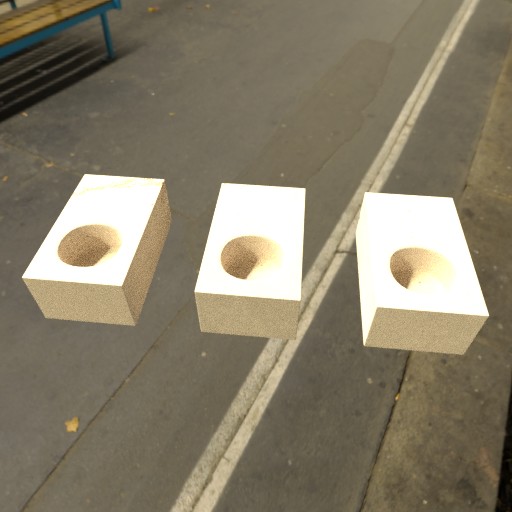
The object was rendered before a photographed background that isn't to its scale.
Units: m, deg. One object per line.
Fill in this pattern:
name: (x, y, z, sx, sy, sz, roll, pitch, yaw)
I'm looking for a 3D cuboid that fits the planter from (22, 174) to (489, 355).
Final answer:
planter: (0.000, 0.000, 0.376, 0.333, 0.051, 0.127, 4, 47, 4)
